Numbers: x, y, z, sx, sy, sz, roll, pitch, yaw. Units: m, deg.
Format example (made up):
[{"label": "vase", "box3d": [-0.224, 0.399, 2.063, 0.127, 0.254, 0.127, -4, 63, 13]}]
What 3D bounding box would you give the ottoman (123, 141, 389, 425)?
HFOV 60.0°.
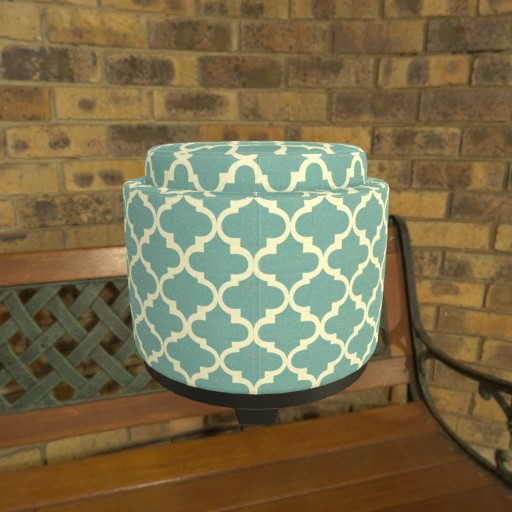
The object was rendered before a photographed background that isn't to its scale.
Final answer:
[{"label": "ottoman", "box3d": [0.000, 0.000, 0.855, 0.480, 0.429, 0.480, 0, 15, 0]}]
